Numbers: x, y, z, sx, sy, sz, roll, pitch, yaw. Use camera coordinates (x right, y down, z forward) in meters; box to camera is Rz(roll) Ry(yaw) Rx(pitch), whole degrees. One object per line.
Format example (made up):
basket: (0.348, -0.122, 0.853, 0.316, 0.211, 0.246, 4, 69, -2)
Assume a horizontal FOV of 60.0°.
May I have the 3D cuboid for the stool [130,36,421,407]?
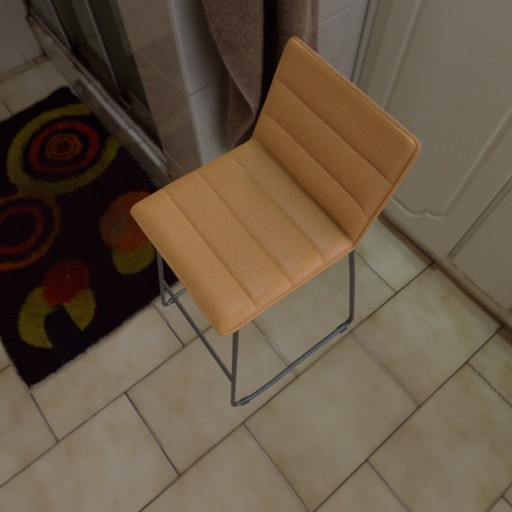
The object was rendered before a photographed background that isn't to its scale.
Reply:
stool: (0.000, 0.000, 1.224, 0.524, 0.936, 0.489, -33, 68, -16)
